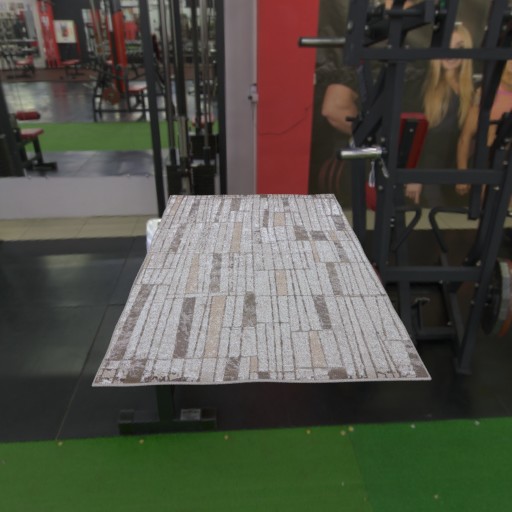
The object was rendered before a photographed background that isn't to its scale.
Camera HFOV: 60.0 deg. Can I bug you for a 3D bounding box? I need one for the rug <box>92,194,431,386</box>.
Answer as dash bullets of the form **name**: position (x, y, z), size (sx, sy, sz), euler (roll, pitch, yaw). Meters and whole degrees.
- **rug**: position (0.000, 0.000, 3.063), size (1.531, 0.023, 2.444), euler (-1, 28, -1)
